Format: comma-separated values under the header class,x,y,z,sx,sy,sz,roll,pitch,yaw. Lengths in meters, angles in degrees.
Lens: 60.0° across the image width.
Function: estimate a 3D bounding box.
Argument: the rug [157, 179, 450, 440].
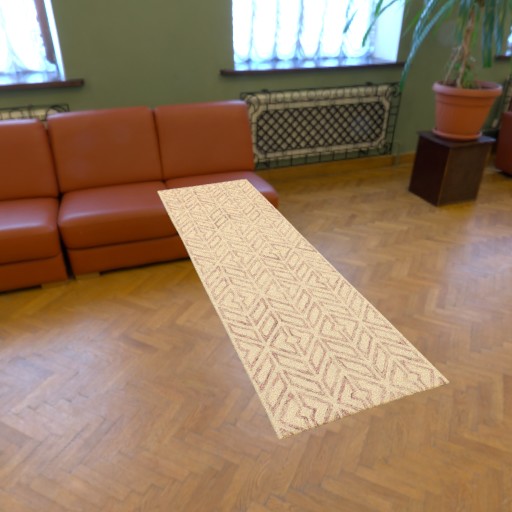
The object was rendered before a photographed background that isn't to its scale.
class,x,y,z,sx,sy,sz,roll,pitch,yaw
rug,0.000,0.000,2.652,0.750,0.009,2.435,-11,32,-18
